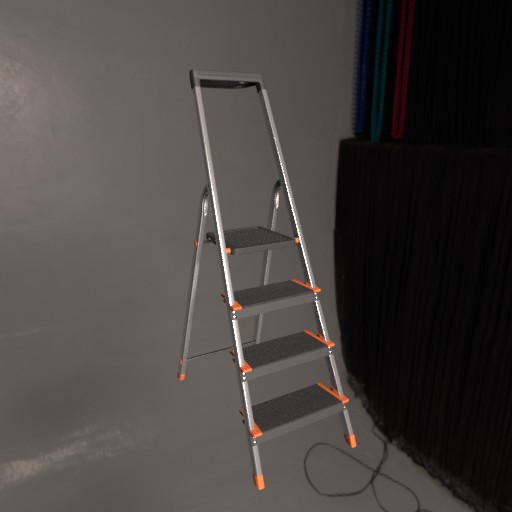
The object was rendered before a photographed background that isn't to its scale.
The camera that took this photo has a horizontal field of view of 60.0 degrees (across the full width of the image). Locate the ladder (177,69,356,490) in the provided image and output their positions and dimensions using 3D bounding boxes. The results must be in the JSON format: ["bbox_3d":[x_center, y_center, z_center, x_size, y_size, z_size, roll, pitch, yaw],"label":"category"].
[{"bbox_3d":[0.000,0.000,1.798,0.452,1.429,0.834,-9,19,-28],"label":"ladder"}]
